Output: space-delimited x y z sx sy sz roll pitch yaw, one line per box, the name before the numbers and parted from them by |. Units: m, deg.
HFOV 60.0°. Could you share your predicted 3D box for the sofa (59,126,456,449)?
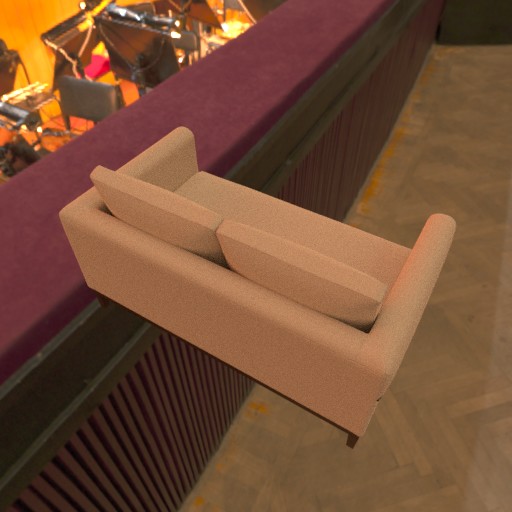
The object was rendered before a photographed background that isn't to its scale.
sofa | 0.000 0.000 2.168 1.598 0.873 0.905 24 50 21
